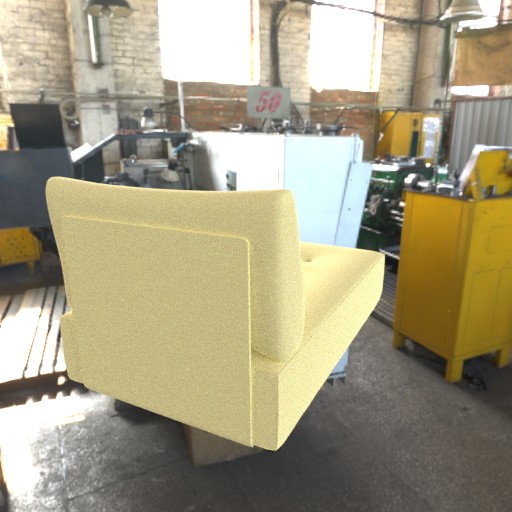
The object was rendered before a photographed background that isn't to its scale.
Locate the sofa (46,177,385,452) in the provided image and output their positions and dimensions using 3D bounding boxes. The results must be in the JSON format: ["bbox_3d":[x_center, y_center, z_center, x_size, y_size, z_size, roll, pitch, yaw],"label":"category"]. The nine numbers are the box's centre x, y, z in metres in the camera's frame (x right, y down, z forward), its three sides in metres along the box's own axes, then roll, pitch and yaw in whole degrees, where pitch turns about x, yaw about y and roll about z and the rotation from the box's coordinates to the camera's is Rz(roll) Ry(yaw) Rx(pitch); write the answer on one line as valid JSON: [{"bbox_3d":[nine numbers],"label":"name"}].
[{"bbox_3d":[0.000,0.000,2.025,0.930,0.820,1.450,8,18,26],"label":"sofa"}]
